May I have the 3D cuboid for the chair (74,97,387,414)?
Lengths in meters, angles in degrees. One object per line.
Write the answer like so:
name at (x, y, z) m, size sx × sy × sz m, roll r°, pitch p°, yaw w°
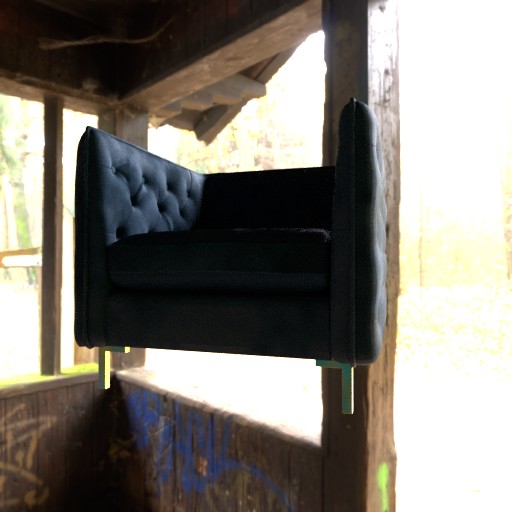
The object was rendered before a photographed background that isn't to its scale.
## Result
chair at (0.000, 0.000, 1.545) m, size 0.868 × 0.771 × 0.877 m, roll 0°, pitch -1°, yaw 17°
